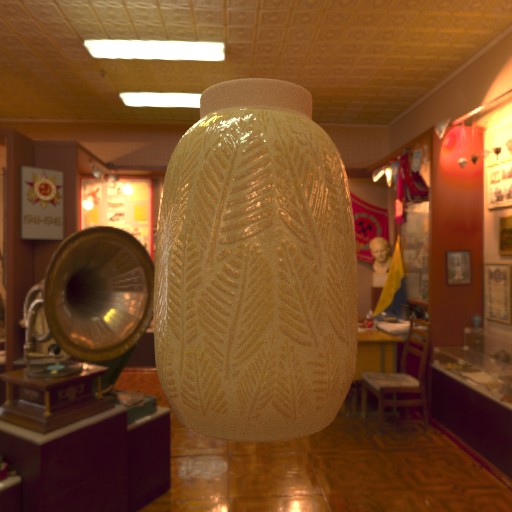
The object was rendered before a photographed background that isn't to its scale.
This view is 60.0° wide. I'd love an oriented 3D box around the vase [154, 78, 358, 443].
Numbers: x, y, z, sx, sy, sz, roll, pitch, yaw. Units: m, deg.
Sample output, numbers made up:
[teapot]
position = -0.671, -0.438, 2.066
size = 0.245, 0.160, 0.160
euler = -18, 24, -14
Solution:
[vase]
position = 0.000, 0.000, 0.383
size = 0.172, 0.270, 0.172
euler = 0, 0, 0
